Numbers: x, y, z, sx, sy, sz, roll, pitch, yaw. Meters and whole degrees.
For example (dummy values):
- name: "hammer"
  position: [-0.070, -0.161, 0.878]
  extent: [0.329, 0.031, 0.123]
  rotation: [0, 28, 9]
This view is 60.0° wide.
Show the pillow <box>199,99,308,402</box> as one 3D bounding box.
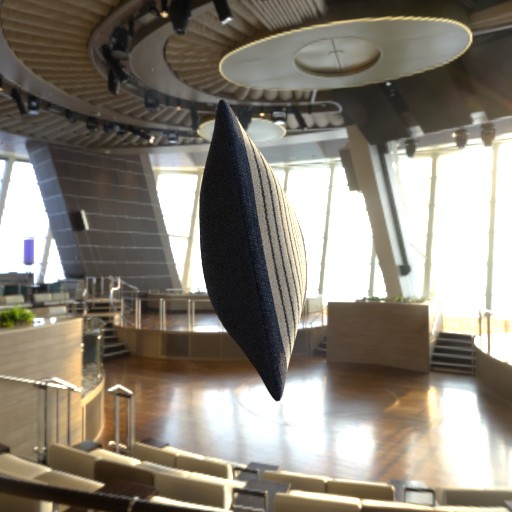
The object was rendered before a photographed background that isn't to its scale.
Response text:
- name: "pillow"
  position: [0.000, 0.000, 0.729]
  extent: [0.156, 0.292, 0.608]
  rotation: [0, -1, 1]
